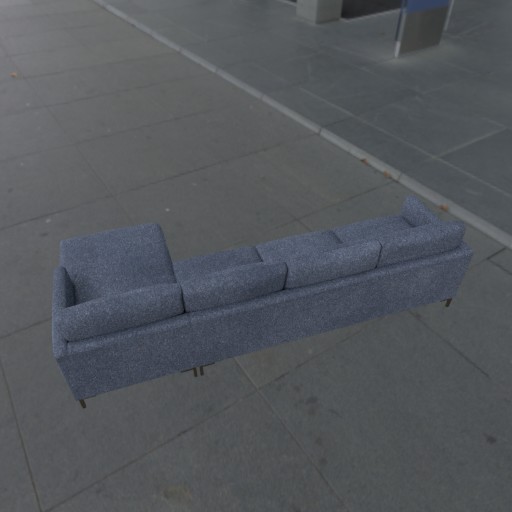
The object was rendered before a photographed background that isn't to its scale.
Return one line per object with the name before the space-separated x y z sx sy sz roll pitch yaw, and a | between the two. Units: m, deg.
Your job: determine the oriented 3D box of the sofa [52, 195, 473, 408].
sofa | 0.000 0.000 3.453 2.932 0.810 1.350 -12 43 -14
